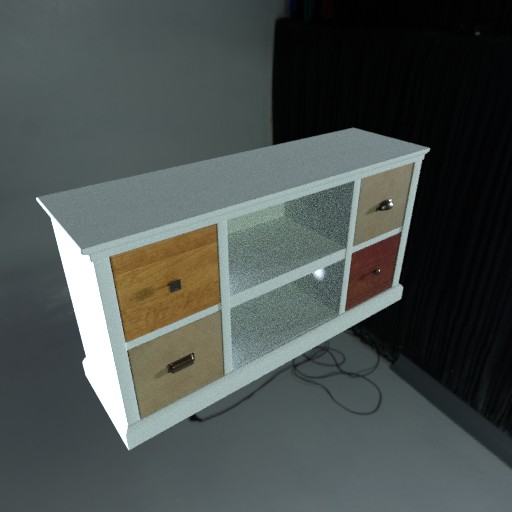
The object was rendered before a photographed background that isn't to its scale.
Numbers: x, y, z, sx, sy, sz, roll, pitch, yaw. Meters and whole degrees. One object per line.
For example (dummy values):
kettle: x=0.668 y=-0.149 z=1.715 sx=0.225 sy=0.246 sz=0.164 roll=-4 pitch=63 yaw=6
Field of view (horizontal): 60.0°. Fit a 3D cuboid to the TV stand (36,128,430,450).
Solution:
TV stand: x=0.000 y=0.000 z=1.497 sx=1.187 sy=0.624 sz=0.424 roll=-21 pitch=36 yaw=-31
